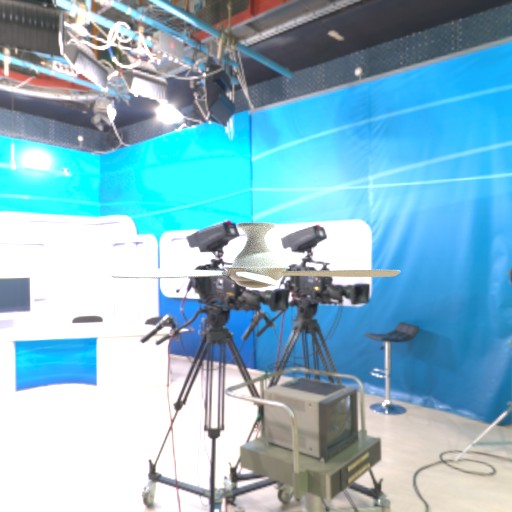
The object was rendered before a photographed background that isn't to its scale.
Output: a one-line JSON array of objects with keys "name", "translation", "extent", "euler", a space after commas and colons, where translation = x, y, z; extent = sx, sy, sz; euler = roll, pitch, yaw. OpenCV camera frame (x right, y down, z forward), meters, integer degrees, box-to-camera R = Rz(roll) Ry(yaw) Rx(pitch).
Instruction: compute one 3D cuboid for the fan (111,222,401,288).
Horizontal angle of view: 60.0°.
[{"name": "fan", "translation": [0.000, 0.000, 2.633], "extent": [1.693, 0.382, 1.694], "euler": [0, 0, 0]}]
